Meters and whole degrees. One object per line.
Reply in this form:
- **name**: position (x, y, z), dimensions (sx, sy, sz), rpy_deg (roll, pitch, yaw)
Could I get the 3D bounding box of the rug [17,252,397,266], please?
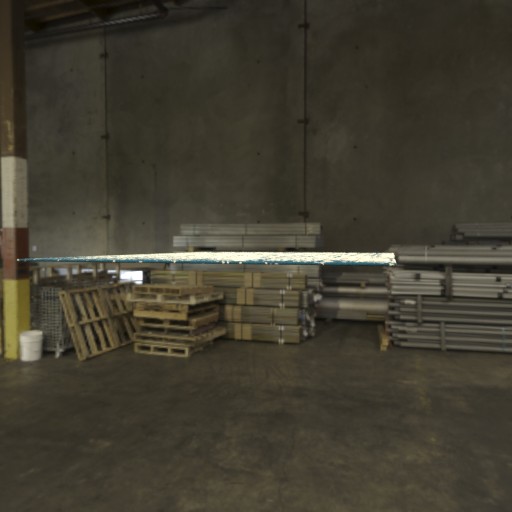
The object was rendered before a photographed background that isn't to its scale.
- **rug**: position (0.000, 0.000, 4.042), dimensions (2.416, 0.014, 3.017), rpy_deg (0, 2, 17)
